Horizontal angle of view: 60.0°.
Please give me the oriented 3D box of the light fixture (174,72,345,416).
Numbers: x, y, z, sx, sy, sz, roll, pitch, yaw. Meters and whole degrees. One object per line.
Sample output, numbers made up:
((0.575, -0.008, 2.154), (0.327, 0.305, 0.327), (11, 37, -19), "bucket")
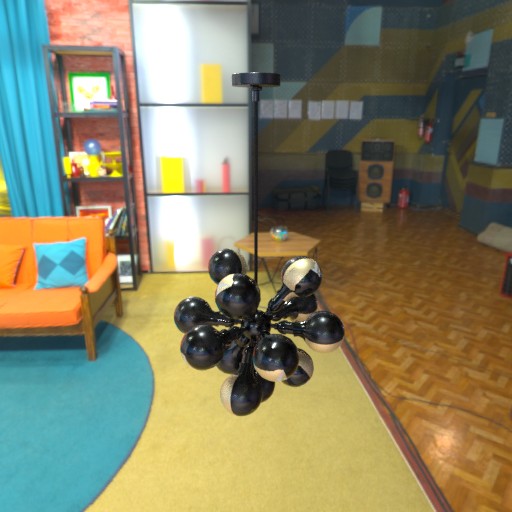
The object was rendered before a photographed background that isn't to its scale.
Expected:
((0.000, 0.000, 1.131), (0.468, 0.859, 0.420), (-17, 24, -42), "light fixture")
